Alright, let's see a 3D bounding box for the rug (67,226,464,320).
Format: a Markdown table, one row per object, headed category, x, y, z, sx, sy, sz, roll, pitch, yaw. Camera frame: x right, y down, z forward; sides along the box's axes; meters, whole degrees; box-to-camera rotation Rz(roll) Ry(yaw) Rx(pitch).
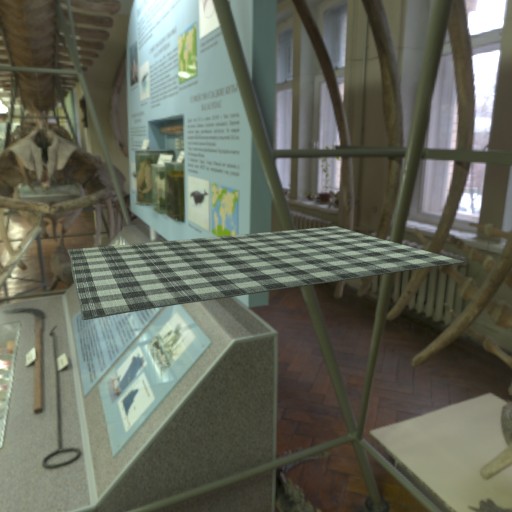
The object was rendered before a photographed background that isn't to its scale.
| category | x | y | z | sx | sy | sz | roll | pitch | yaw |
| --- | --- | --- | --- | --- | --- | --- | --- | --- | --- |
| rug | 0.000 | 0.000 | 3.221 | 2.476 | 0.011 | 1.554 | -6 | 15 | -24 |
